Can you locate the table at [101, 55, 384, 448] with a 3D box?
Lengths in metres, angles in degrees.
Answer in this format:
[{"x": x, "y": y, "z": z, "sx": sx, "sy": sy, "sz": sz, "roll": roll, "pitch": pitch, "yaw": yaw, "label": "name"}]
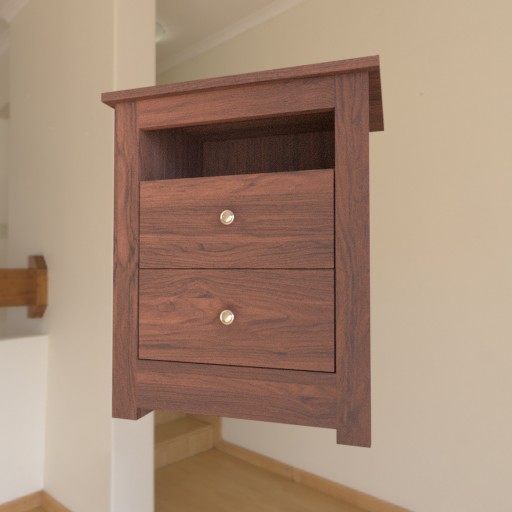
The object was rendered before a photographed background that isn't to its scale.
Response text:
[{"x": 0.000, "y": 0.000, "z": 1.067, "sx": 0.589, "sy": 0.711, "sz": 0.406, "roll": 0, "pitch": -2, "yaw": 17, "label": "table"}]
